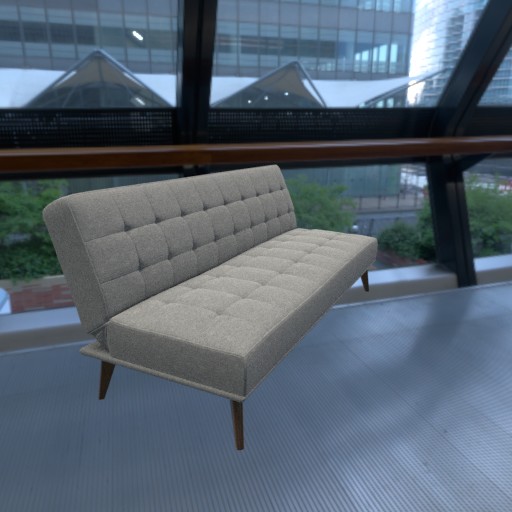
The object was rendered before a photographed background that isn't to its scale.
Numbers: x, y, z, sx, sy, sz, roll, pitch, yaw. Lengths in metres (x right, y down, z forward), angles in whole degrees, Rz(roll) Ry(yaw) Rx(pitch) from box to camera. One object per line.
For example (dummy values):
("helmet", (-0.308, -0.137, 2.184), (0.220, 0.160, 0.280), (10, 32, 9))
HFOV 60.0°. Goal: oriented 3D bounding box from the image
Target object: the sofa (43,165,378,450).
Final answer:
("sofa", (0.000, 0.000, 2.281), (0.860, 0.810, 1.800), (8, 17, 26))
